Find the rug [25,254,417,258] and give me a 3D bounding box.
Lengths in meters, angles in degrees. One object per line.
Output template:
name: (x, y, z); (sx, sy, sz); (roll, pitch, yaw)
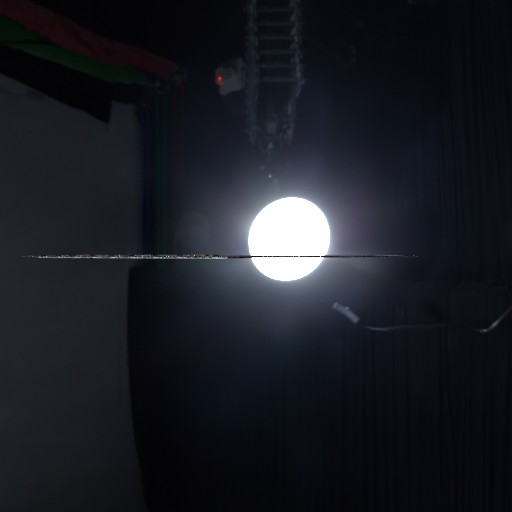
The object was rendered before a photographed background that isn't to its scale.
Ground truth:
rug: (0.000, 0.000, 2.247); (1.084, 0.013, 1.849); (0, 0, 37)
